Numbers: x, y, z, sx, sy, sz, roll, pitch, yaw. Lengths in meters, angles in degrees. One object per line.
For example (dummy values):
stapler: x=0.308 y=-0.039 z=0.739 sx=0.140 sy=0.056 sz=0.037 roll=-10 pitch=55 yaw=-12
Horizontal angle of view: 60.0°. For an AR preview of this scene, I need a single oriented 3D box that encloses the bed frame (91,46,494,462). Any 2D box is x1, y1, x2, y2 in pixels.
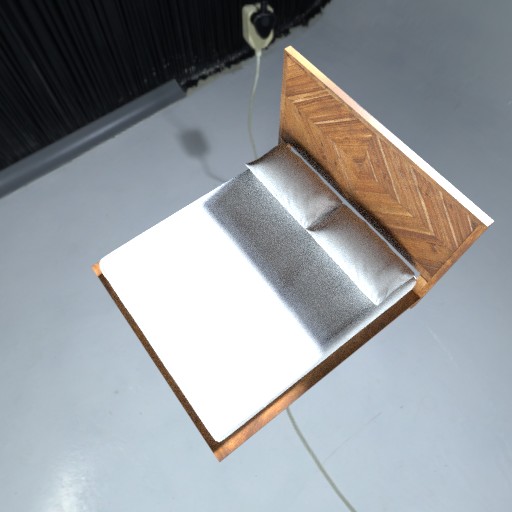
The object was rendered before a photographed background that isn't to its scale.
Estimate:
bed frame: x=0.000 y=0.000 z=3.550 sx=2.235 sy=1.537 sz=2.038 roll=-34 pitch=68 yaw=-16
